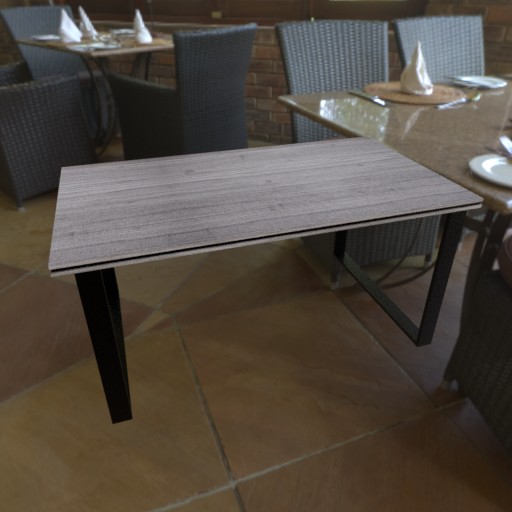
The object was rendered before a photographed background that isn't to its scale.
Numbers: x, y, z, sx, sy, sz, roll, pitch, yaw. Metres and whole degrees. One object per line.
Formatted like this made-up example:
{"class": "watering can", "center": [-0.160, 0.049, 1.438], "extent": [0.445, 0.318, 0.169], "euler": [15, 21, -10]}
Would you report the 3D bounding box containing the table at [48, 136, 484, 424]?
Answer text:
{"class": "table", "center": [0.000, 0.000, 2.066], "extent": [1.579, 0.736, 0.881], "euler": [-10, 33, -15]}
